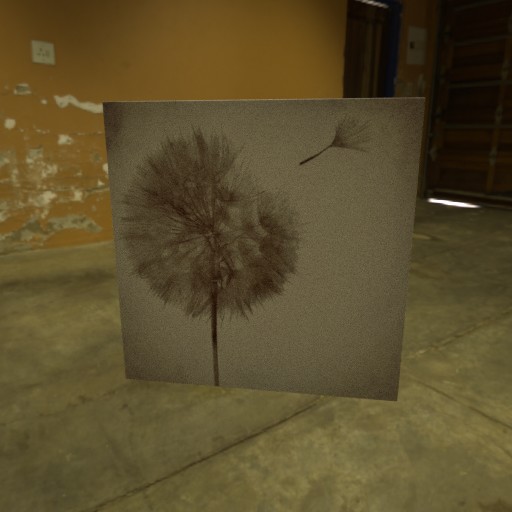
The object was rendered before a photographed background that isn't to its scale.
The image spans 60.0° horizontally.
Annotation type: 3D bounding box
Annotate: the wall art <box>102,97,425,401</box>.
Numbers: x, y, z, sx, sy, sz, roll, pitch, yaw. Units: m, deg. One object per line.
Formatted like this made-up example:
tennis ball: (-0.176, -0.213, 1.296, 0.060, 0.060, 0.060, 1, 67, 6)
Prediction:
wall art: (0.000, 0.000, 1.146, 0.762, 0.762, 0.027, 2, 15, 8)
